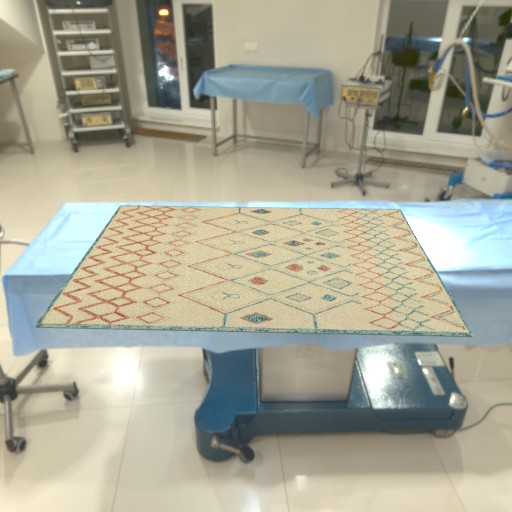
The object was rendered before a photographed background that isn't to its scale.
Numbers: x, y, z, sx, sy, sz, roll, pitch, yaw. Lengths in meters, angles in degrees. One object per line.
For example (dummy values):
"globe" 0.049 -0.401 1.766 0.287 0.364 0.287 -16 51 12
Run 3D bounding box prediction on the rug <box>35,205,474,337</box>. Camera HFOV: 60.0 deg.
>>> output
"rug" 0.000 0.000 2.364 1.829 0.016 1.219 1 31 2
